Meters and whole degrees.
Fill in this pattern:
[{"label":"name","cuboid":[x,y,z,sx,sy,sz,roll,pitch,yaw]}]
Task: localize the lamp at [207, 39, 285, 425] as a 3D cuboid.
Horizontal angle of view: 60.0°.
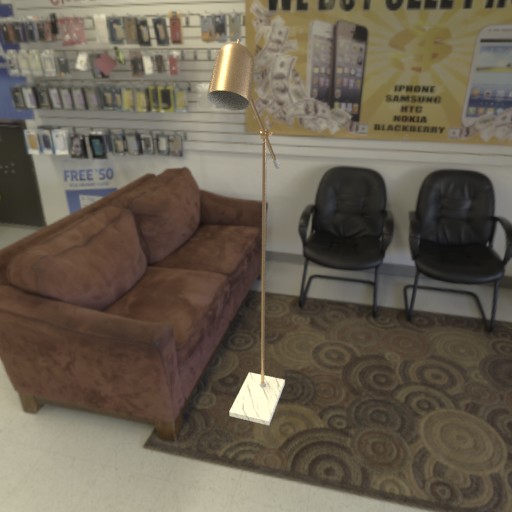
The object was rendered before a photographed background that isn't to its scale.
[{"label":"lamp","cuboid":[0.000,0.000,1.820,0.194,1.594,0.653,8,26,16]}]
